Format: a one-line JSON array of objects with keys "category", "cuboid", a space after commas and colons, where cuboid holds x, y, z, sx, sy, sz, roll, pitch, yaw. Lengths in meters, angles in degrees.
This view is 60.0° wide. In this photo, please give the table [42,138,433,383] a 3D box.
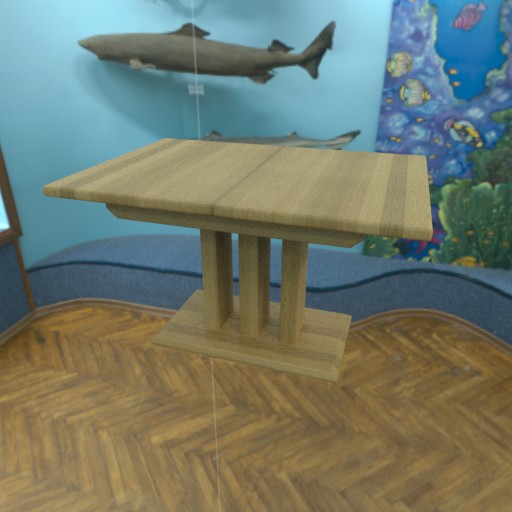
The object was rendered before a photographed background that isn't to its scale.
[{"category": "table", "cuboid": [0.000, 0.000, 1.931, 1.300, 0.770, 0.900, 8, 27, 16]}]
